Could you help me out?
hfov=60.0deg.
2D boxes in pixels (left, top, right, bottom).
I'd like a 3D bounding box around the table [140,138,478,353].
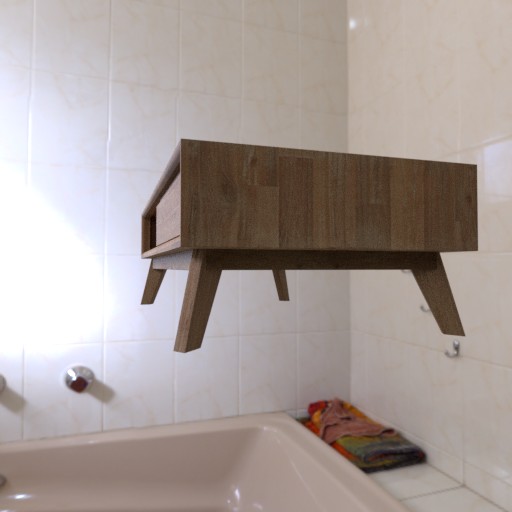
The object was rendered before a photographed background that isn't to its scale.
[{"bbox_3d":[0.000,0.000,1.985,0.918,0.531,1.619,0,-1,-18],"label":"table"}]
